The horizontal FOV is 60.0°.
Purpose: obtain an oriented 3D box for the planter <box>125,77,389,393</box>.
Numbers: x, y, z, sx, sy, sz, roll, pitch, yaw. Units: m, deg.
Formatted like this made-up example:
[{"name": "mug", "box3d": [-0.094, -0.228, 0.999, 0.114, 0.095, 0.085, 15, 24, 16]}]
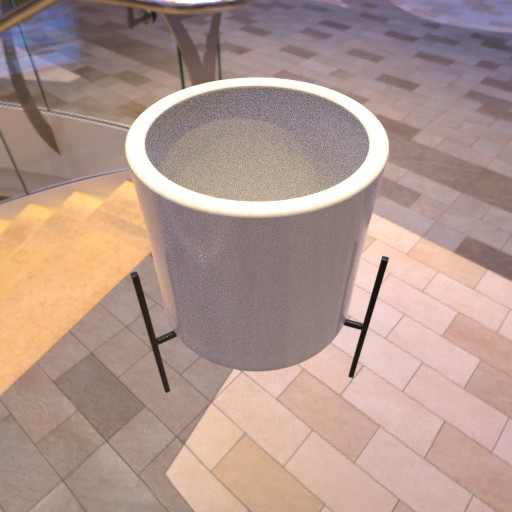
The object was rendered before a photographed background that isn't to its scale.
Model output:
[{"name": "planter", "box3d": [0.000, 0.000, 0.739, 0.360, 0.480, 0.361, -3, 45, -3]}]
